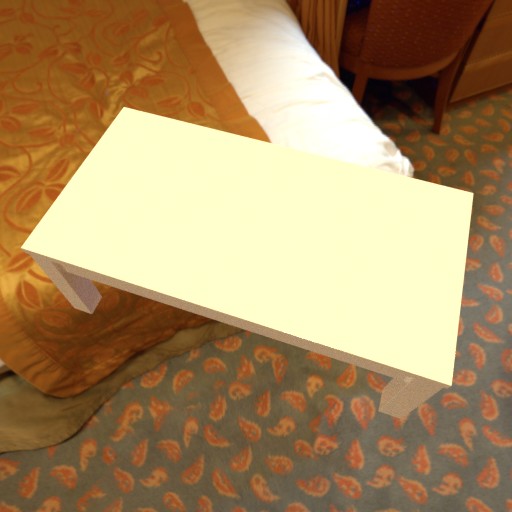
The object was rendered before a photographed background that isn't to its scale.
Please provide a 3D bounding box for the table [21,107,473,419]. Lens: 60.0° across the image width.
[{"bbox_3d":[0.000,0.000,1.675,1.350,0.470,0.700,16,60,10],"label":"table"}]
